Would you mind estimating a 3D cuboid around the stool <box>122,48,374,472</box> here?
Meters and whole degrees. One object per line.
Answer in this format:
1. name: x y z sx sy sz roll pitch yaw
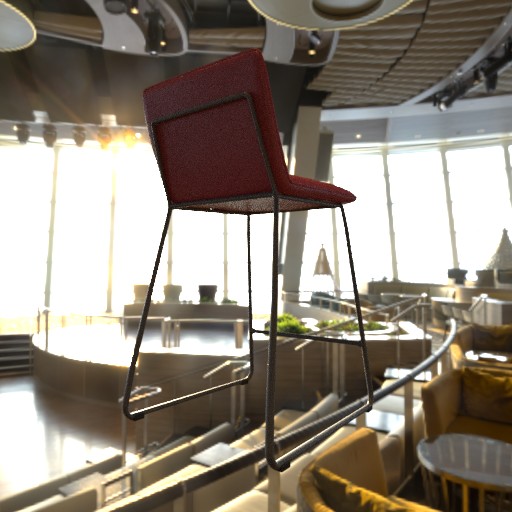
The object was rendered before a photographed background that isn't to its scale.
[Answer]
1. stool: 0.000 0.000 1.211 0.489 0.866 0.524 -1 -1 38
